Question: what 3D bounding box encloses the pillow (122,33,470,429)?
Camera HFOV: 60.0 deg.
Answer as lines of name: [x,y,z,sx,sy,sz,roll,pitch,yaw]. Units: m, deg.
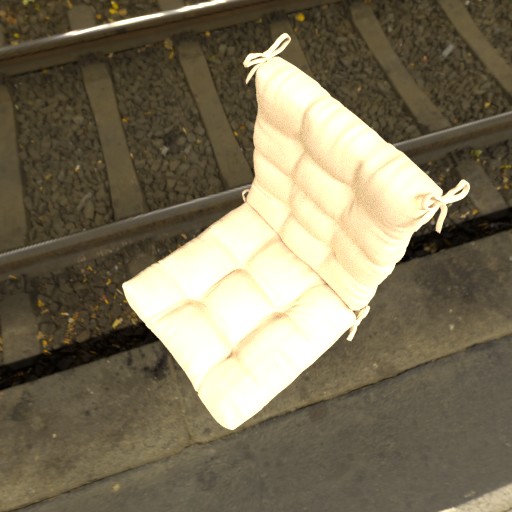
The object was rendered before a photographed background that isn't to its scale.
pillow: [0.000,0.000,1.004,0.571,0.605,0.519,-37,70,-16]
